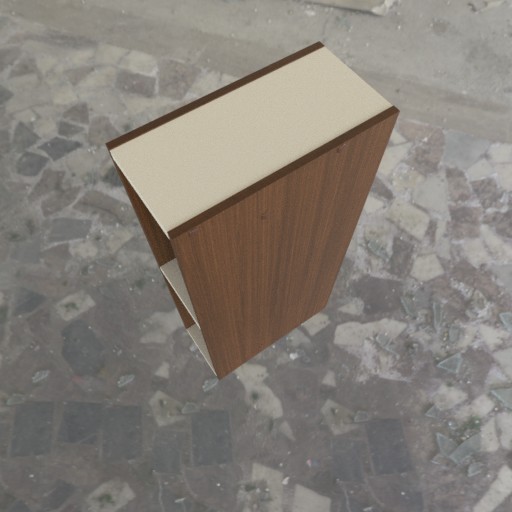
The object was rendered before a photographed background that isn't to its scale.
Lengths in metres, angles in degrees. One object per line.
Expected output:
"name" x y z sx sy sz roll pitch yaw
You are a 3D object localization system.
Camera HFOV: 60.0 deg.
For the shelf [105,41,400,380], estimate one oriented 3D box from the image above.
"shelf" 0.000 0.000 0.746 0.290 0.600 0.147 -32 67 -15
